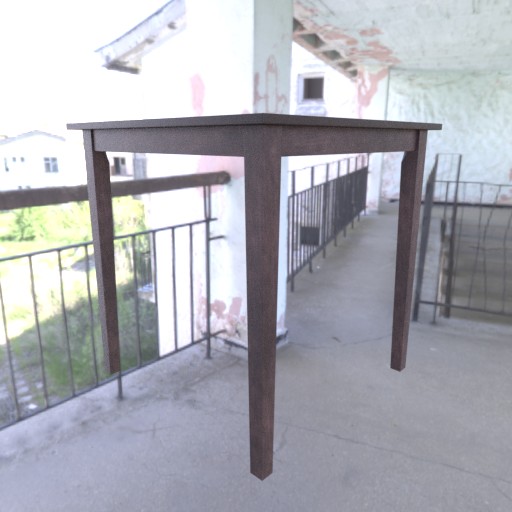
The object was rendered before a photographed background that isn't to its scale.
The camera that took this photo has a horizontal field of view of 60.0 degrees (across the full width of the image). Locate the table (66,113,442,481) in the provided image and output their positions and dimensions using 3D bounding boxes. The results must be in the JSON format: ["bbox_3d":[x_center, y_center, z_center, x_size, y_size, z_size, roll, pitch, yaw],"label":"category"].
[{"bbox_3d":[0.000,0.000,1.345,0.749,0.770,0.749,14,20,42],"label":"table"}]
